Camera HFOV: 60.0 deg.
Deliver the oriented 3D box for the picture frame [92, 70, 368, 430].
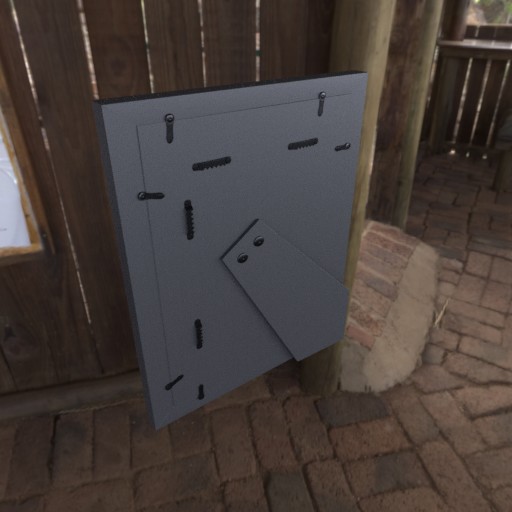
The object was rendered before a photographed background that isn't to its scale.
[{"bbox_3d":[0.000,0.000,0.524,0.307,0.383,0.036,-20,35,-30],"label":"picture frame"}]
